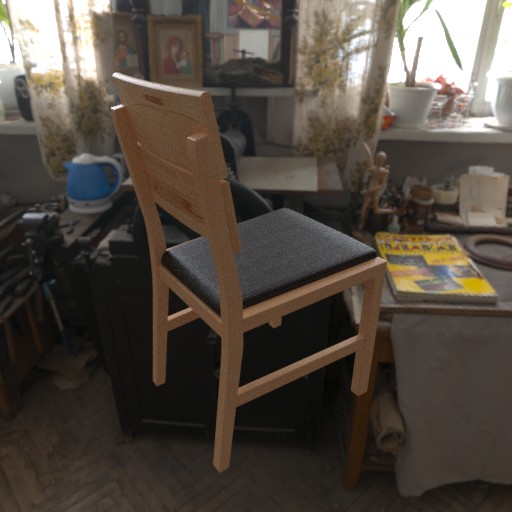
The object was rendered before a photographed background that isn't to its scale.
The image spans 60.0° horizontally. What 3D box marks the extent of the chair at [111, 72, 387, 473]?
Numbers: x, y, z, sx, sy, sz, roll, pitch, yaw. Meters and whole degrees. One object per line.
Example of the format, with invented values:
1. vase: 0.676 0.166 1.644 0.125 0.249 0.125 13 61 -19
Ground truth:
1. chair: 0.000 0.000 1.242 0.560 0.950 0.475 -18 33 -31
